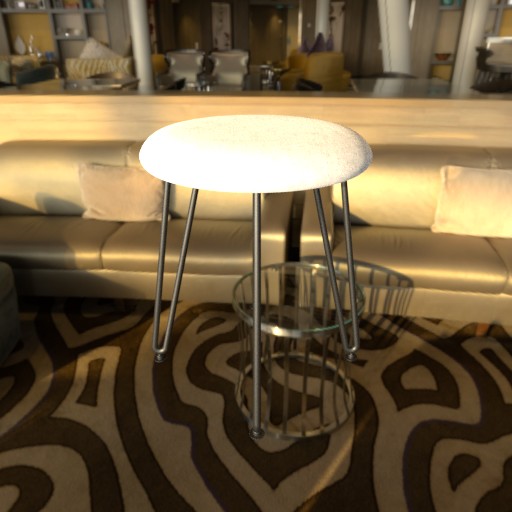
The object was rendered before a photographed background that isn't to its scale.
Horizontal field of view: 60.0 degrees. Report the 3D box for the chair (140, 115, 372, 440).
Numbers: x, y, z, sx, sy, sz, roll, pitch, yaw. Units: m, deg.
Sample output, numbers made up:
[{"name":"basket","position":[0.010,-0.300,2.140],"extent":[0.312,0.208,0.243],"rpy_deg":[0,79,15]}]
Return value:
[{"name":"chair","position":[0.000,0.000,0.673],"extent":[0.350,0.386,0.350],"rpy_deg":[0,26,0]}]
